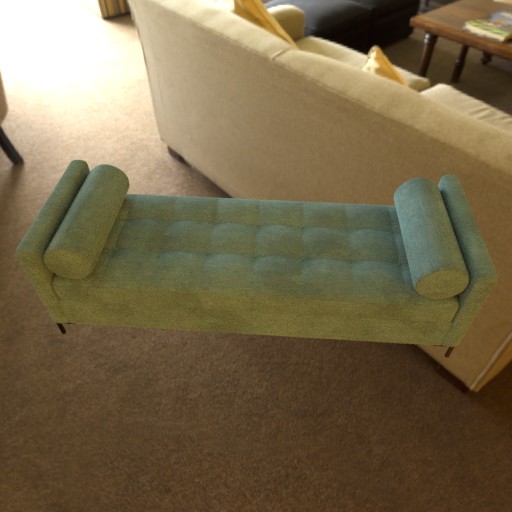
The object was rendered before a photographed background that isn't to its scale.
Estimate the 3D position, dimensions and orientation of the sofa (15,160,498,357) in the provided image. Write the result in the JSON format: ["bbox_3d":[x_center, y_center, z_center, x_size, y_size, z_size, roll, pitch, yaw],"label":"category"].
[{"bbox_3d":[0.000,0.000,2.245,1.981,0.635,0.686,3,46,3],"label":"sofa"}]
